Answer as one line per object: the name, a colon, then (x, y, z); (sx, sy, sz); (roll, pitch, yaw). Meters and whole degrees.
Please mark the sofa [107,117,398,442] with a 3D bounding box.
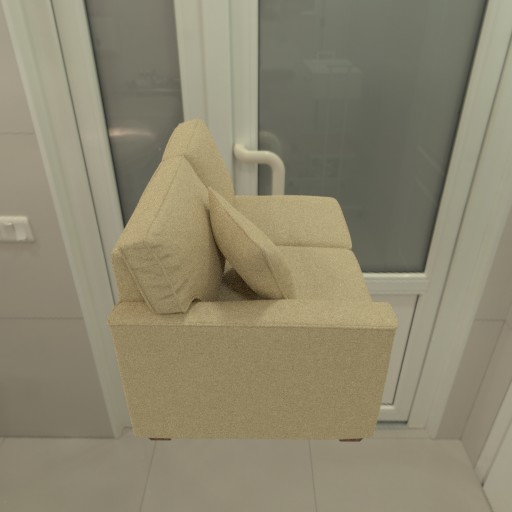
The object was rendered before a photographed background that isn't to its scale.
sofa: (0.000, 0.000, 2.123); (0.991, 0.989, 1.388); (0, 31, 0)
